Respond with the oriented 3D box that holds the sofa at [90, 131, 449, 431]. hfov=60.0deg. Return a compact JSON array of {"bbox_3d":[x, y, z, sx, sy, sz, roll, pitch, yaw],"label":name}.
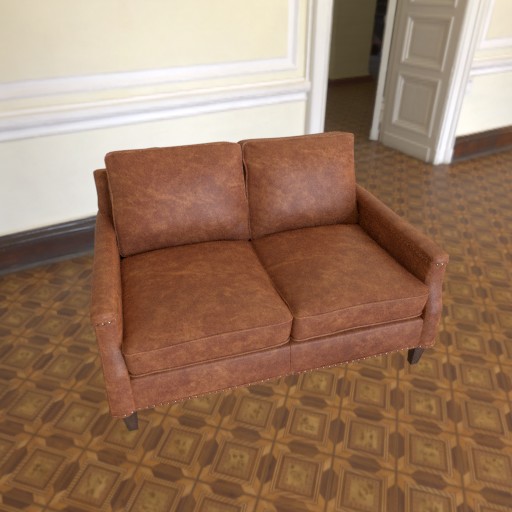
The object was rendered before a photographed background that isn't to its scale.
[{"bbox_3d":[0.000,0.000,2.292,1.597,1.003,1.084,-9,33,-14],"label":"sofa"}]
